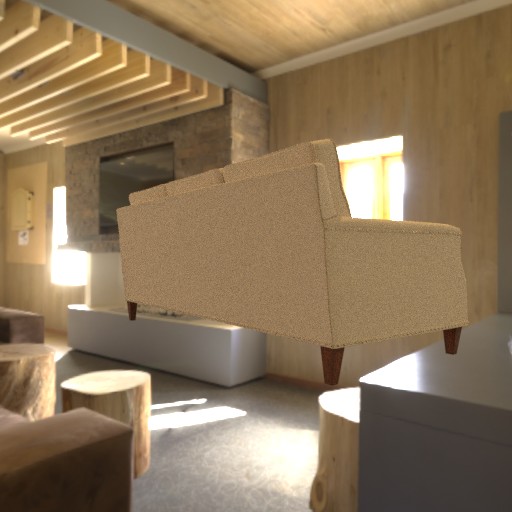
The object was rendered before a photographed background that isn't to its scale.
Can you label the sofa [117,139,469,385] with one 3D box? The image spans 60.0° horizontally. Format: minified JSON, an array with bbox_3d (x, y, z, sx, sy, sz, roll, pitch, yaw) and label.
[{"bbox_3d":[0.000,0.000,2.840,1.084,1.003,2.246,0,0,-37],"label":"sofa"}]
